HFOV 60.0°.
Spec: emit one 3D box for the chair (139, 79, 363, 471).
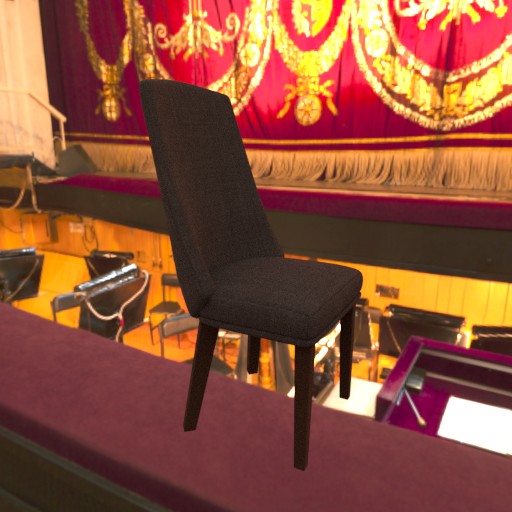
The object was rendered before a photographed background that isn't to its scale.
[{"bbox_3d":[0.000,0.000,1.372,0.577,1.050,0.510,7,16,28],"label":"chair"}]
